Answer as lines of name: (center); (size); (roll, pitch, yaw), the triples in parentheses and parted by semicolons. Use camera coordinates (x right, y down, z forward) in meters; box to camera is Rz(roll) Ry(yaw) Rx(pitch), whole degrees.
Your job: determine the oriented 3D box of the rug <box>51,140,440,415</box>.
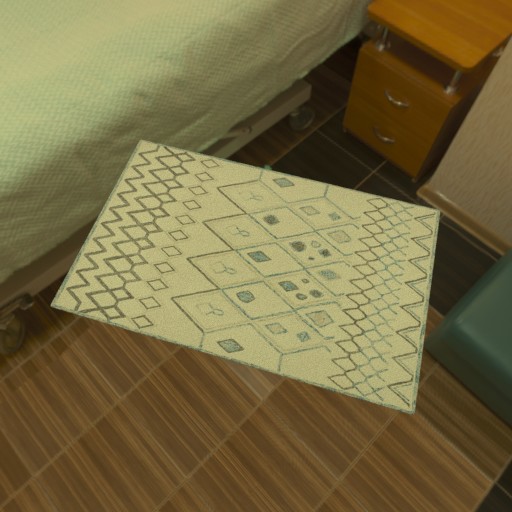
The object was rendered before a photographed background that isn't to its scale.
rug: (0.000, 0.000, 3.158); (2.439, 0.015, 1.524); (15, 64, 7)
